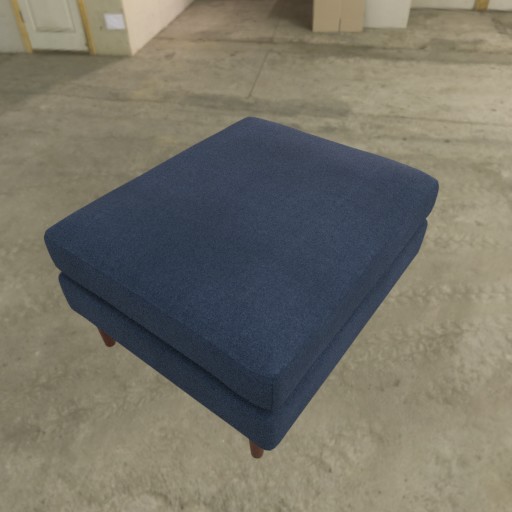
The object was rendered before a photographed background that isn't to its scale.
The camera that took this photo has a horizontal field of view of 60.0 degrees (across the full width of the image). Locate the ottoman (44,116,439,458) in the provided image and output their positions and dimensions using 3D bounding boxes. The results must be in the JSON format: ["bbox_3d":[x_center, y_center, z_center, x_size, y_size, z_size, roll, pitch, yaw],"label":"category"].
[{"bbox_3d":[0.000,0.000,1.253,0.693,0.474,0.821,27,48,27],"label":"ottoman"}]
